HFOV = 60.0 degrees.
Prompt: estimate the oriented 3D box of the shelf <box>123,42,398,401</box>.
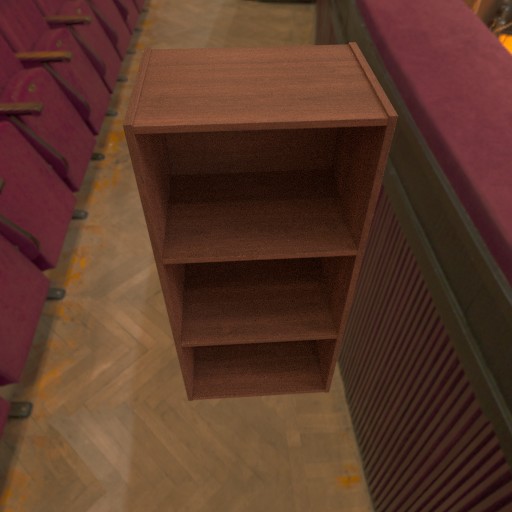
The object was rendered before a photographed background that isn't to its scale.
[{"bbox_3d":[0.000,0.000,1.075,0.414,0.879,0.290,-3,46,-3],"label":"shelf"}]
